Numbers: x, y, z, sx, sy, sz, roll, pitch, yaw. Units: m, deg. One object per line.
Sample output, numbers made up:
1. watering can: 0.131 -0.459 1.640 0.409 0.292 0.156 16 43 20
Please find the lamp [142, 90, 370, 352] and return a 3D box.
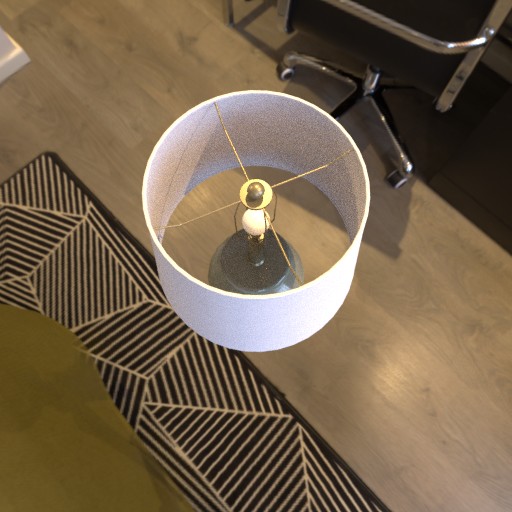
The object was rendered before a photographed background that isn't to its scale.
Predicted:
1. lamp: 0.000 0.000 0.557 0.239 0.399 0.239 0 73 0
